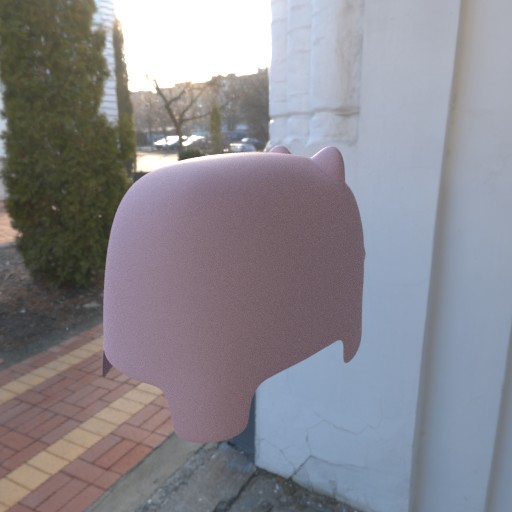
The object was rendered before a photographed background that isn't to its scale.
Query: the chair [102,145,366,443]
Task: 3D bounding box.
[{"bbox_3d":[0.000,0.000,0.882,0.619,0.423,0.364,-14,20,-43],"label":"chair"}]
